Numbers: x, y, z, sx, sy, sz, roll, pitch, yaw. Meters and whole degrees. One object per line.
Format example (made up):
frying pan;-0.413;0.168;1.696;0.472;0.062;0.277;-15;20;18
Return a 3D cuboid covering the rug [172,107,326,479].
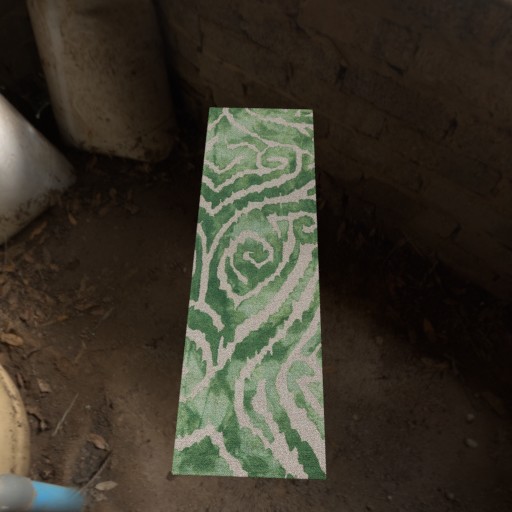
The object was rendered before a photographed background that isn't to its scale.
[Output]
rug;0.000;0.000;2.730;0.761;0.006;2.438;2;63;1
